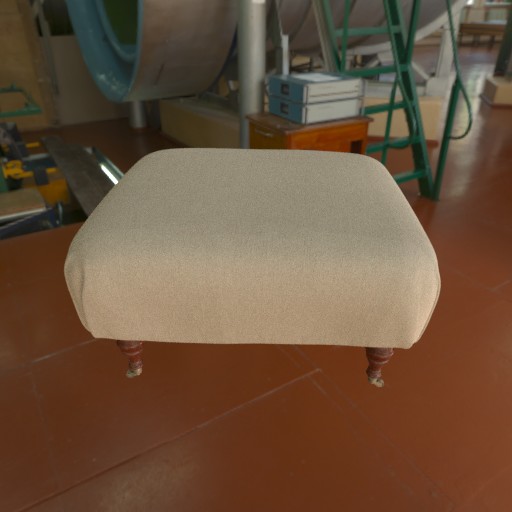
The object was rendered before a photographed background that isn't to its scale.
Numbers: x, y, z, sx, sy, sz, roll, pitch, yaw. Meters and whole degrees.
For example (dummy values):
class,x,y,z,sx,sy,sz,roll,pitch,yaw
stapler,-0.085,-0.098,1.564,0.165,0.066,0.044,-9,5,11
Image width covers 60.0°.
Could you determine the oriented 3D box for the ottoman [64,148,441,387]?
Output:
class,x,y,z,sx,sy,sz,roll,pitch,yaw
ottoman,0.000,0.000,1.147,0.746,0.450,0.639,1,31,2
